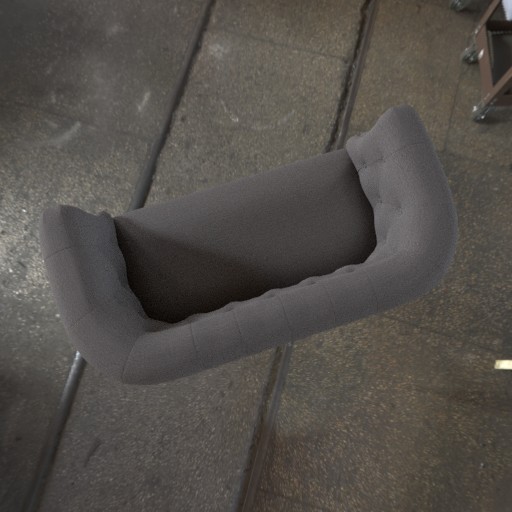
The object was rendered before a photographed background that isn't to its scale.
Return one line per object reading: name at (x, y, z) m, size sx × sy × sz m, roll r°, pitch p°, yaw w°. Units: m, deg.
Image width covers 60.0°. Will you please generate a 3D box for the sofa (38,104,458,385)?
sofa at (0.000, 0.000, 1.986) m, size 1.558 × 0.827 × 0.835 m, roll -17°, pitch 77°, yaw -4°
